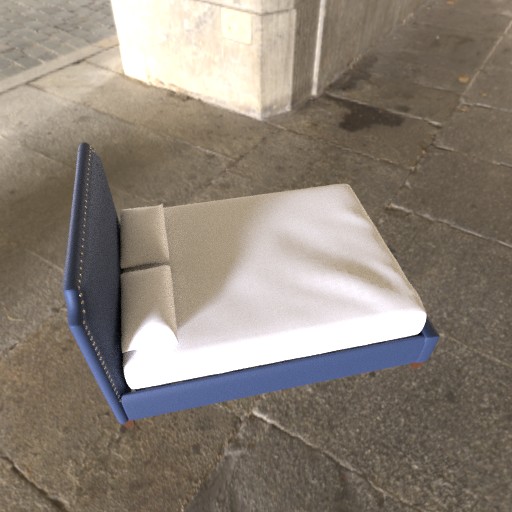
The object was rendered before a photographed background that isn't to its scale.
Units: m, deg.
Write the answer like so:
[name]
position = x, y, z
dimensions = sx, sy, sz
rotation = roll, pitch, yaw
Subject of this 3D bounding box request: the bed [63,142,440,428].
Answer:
[bed]
position = 0.000, 0.000, 3.408
dimensions = 2.372, 1.443, 1.712
rotation = -9, 46, -9
